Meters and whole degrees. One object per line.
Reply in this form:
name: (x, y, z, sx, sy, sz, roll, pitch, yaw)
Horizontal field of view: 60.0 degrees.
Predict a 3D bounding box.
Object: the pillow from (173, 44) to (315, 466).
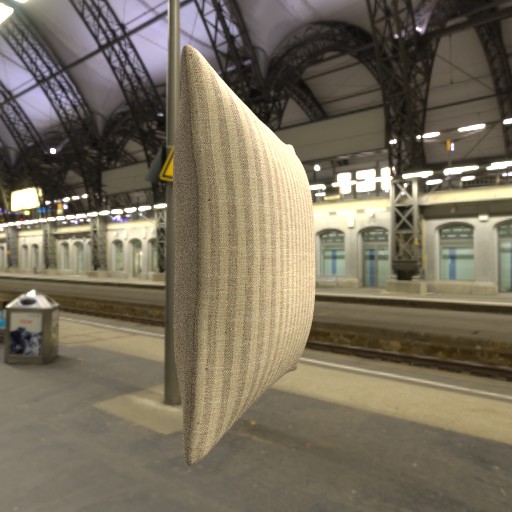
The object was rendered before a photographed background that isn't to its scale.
pillow: (0.000, 0.000, 0.769, 0.166, 0.510, 0.523, 0, -1, 19)
